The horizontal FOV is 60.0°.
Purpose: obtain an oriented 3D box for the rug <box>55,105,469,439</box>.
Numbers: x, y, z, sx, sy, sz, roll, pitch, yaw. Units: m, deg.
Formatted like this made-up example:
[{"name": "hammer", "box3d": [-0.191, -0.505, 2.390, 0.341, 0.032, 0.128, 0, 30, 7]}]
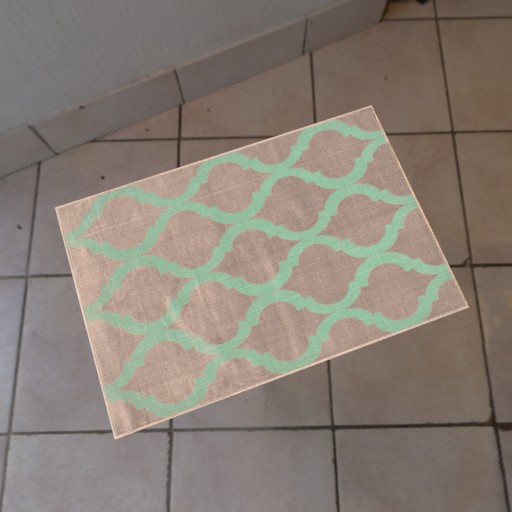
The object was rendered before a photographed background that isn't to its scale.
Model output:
[{"name": "rug", "box3d": [0.000, 0.000, 2.858, 2.286, 0.006, 1.524, -19, 76, -5]}]
